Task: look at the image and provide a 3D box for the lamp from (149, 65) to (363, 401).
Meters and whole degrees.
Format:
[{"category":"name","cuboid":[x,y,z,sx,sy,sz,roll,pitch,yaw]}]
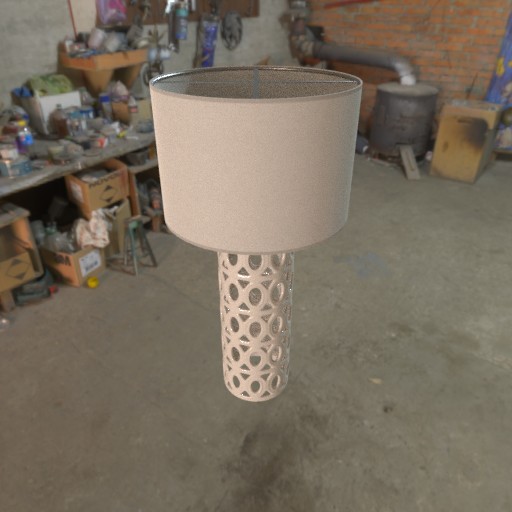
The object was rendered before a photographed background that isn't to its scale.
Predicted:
[{"category":"lamp","cuboid":[0.000,0.000,0.848,0.324,0.636,0.325,0,30,0]}]
